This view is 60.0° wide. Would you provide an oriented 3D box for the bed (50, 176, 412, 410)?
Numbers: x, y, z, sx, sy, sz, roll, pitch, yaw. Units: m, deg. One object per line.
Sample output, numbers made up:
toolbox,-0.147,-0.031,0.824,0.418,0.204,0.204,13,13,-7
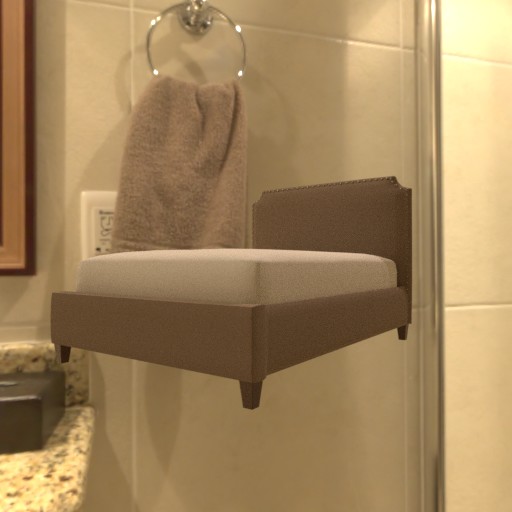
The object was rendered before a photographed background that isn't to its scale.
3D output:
bed,0.000,0.000,3.433,1.713,1.443,2.372,-1,-1,36
